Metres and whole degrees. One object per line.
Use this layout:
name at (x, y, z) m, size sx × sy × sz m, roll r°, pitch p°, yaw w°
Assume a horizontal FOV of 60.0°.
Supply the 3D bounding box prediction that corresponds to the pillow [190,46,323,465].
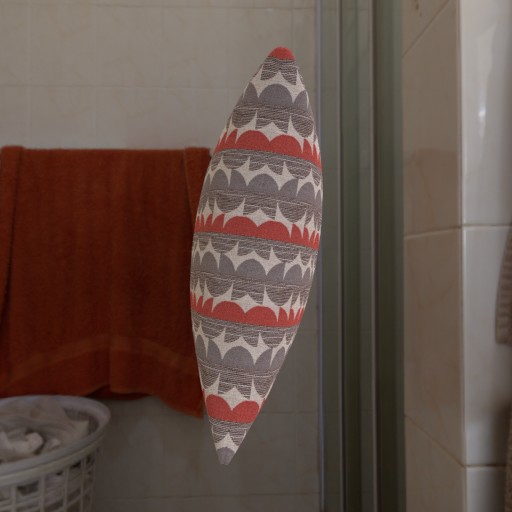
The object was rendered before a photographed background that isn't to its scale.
pillow at (0.000, 0.000, 0.638) m, size 0.180 × 0.410 × 0.420 m, roll 0°, pitch -1°, yaw 0°
